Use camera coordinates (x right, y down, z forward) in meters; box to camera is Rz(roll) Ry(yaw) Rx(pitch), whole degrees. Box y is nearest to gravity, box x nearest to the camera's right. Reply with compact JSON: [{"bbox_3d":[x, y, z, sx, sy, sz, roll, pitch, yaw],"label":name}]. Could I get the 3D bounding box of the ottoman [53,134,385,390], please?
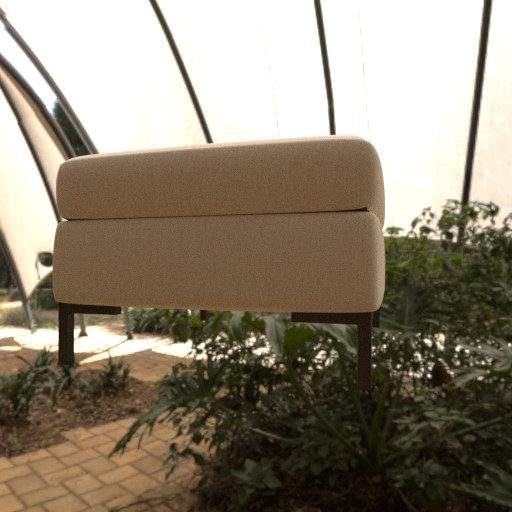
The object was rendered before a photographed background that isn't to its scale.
[{"bbox_3d":[0.000,0.000,1.174,0.657,0.453,0.794,0,-1,17],"label":"ottoman"}]
